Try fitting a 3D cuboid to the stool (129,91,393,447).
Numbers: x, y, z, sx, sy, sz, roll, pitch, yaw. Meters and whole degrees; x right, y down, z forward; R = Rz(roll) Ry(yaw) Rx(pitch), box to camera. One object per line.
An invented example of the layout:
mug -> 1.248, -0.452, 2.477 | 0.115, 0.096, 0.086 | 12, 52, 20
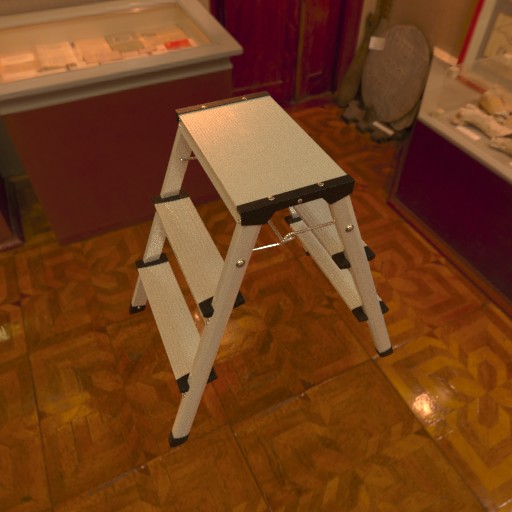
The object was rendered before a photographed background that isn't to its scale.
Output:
stool -> 0.000, 0.000, 1.025 | 0.622, 0.605, 0.437 | -18, 49, -16
